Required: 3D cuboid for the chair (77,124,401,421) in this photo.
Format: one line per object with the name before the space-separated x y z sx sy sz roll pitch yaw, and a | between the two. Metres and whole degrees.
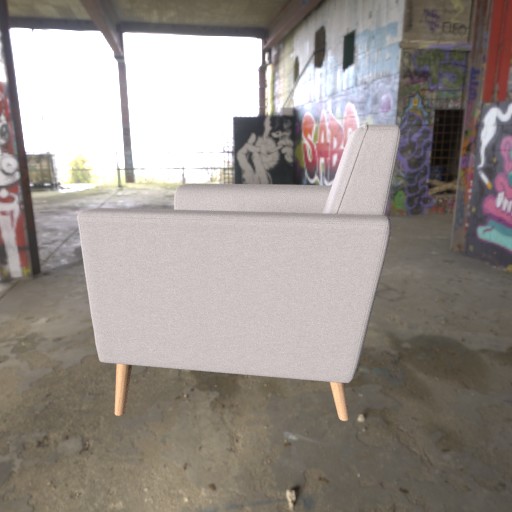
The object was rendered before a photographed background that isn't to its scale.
chair | 0.000 0.000 1.395 0.750 0.780 0.780 2 14 9
